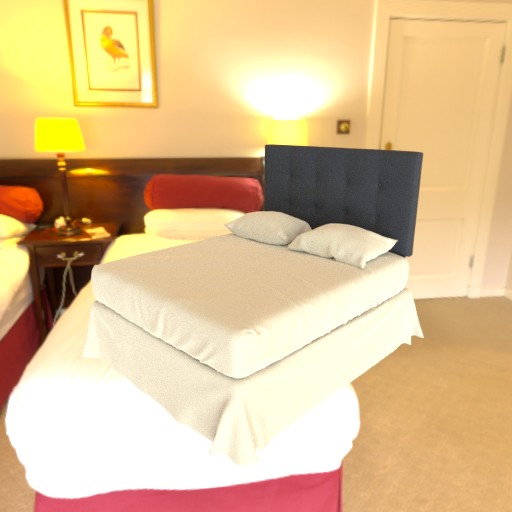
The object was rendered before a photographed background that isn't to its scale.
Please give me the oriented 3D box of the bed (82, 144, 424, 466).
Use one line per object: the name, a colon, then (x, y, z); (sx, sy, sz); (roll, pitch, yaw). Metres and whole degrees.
bed: (0.000, 0.000, 3.476); (1.936, 1.577, 2.222); (16, 23, 42)
